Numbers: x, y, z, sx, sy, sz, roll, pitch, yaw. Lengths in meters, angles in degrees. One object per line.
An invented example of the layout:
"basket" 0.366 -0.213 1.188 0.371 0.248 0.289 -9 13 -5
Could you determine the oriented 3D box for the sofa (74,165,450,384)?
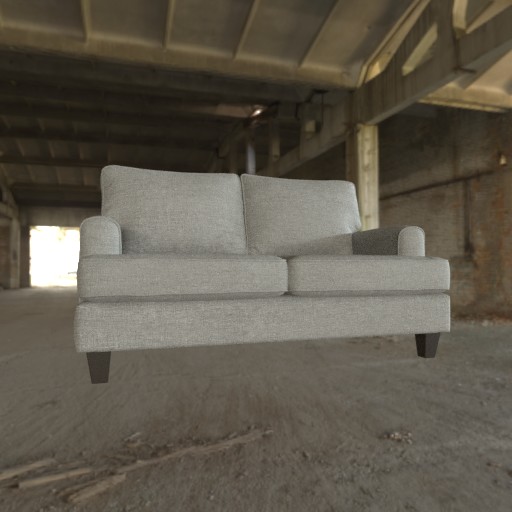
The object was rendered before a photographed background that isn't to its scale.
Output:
"sofa" 0.000 0.000 2.248 1.651 0.965 0.965 0 -1 -18
